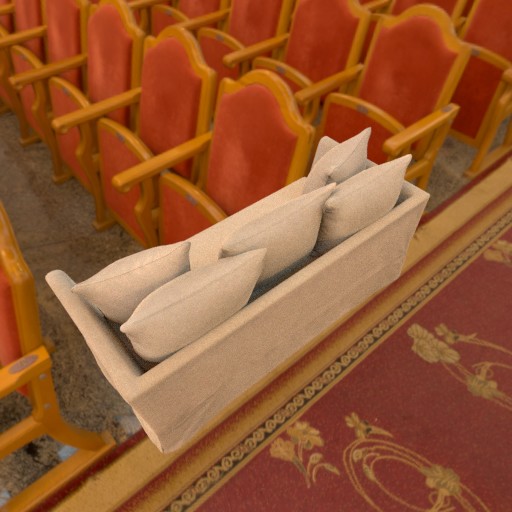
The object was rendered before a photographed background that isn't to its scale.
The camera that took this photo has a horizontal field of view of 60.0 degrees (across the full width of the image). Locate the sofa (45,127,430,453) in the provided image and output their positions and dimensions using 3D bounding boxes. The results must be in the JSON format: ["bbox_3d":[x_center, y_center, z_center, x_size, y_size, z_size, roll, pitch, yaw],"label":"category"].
[{"bbox_3d":[0.000,0.000,2.891,2.290,1.034,1.031,-31,54,-26],"label":"sofa"}]
